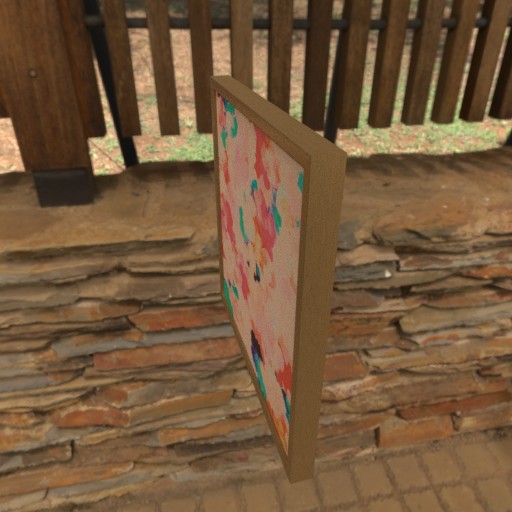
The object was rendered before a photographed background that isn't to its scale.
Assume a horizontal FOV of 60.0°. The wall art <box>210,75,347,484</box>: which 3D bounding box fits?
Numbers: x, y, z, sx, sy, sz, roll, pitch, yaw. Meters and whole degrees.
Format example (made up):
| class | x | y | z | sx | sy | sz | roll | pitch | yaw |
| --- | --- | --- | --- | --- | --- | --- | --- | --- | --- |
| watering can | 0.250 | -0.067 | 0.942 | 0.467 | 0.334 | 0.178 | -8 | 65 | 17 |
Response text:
| class | x | y | z | sx | sy | sz | roll | pitch | yaw |
| --- | --- | --- | --- | --- | --- | --- | --- | --- | --- |
| wall art | 0.000 | 0.000 | 0.760 | 0.037 | 0.509 | 0.510 | -8 | 31 | -14 |
